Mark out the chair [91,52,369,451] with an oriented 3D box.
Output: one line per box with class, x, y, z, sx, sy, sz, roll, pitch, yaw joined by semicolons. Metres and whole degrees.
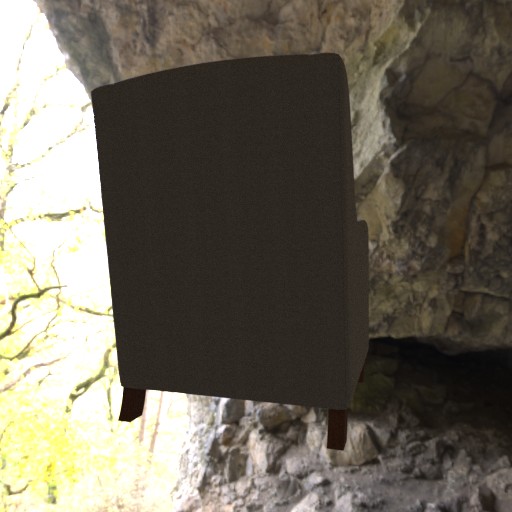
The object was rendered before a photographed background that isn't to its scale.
chair;0.000;0.000;1.557;0.715;1.017;0.890;0;-1;18
